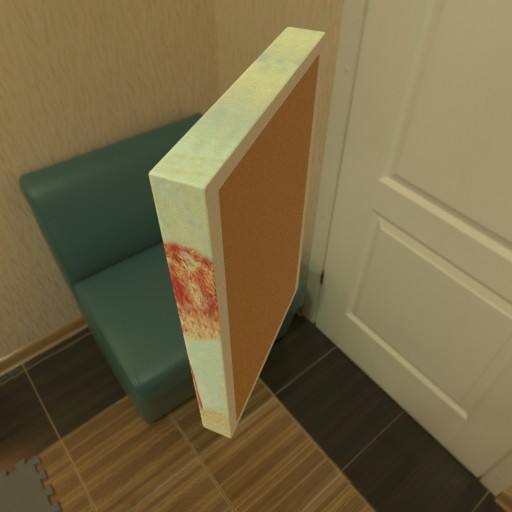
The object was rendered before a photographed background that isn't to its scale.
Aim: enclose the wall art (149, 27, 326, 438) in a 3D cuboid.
[{"bbox_3d":[0.000,0.000,0.478,0.039,0.380,0.251,17,49,15],"label":"wall art"}]
